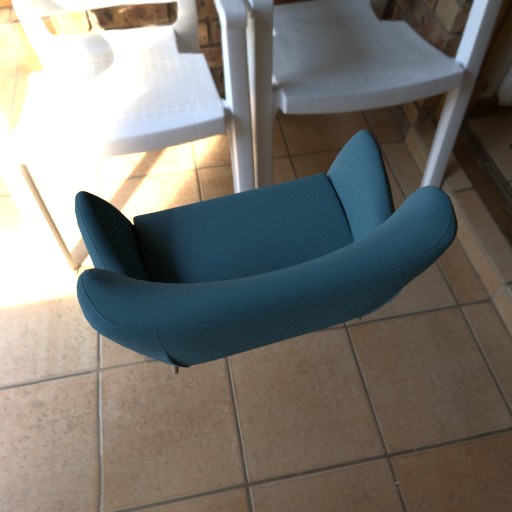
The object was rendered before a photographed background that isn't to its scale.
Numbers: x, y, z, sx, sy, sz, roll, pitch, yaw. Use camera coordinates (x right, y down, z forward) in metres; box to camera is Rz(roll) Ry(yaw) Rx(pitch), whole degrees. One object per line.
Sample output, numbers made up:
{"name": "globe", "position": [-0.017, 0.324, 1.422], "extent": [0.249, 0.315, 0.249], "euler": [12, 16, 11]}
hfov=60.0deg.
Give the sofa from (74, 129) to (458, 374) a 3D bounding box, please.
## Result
{"name": "sofa", "position": [0.000, 0.000, 1.935], "extent": [1.397, 0.889, 0.889], "euler": [-14, 58, -9]}
